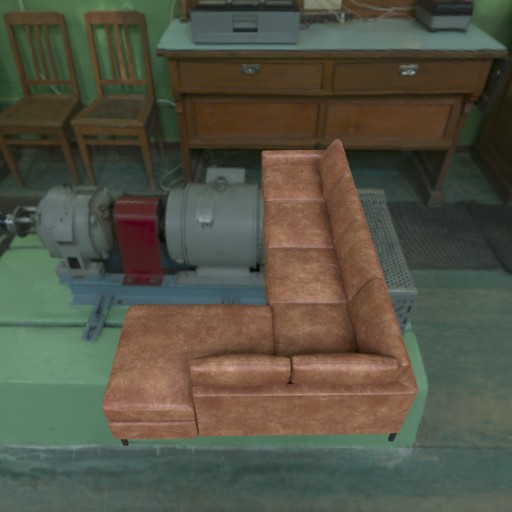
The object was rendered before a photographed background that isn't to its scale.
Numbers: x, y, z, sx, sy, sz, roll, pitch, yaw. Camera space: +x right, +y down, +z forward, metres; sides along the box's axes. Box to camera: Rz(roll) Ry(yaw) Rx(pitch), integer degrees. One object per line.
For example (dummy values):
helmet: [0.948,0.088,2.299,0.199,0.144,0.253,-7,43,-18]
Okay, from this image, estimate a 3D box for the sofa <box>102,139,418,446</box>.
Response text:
sofa: [0.000,0.000,3.853,1.938,0.877,2.984,0,42,0]
